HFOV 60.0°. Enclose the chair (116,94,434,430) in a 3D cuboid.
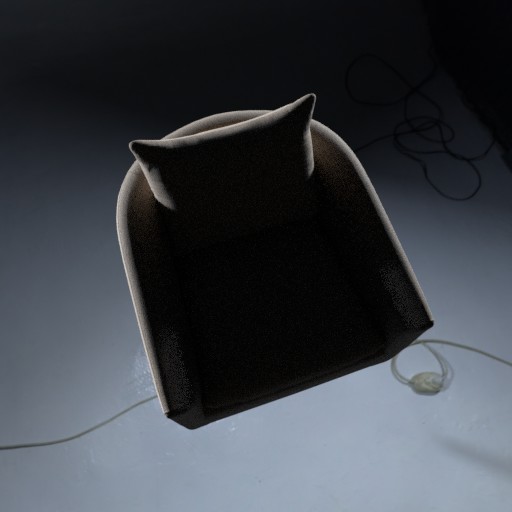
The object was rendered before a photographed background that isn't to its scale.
[{"bbox_3d":[0.000,0.000,1.572,0.845,0.848,0.910,-17,65,-8],"label":"chair"}]
